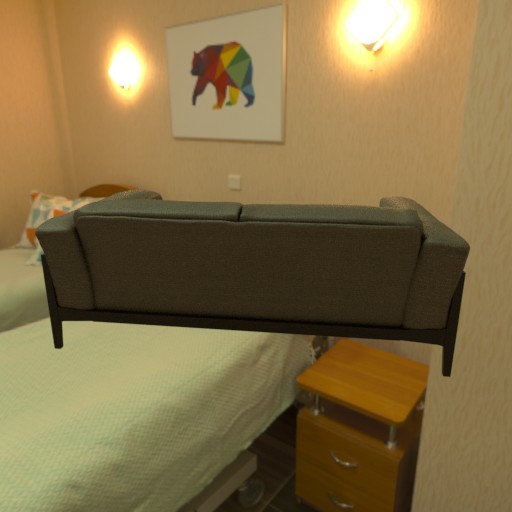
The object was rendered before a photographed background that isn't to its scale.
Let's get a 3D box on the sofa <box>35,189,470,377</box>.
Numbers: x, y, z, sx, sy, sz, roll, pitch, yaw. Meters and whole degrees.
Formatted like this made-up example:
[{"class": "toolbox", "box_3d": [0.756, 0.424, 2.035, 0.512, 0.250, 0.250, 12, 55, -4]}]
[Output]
[{"class": "sofa", "box_3d": [0.000, 0.000, 2.172, 1.690, 0.656, 0.960, 2, 17, 7]}]
